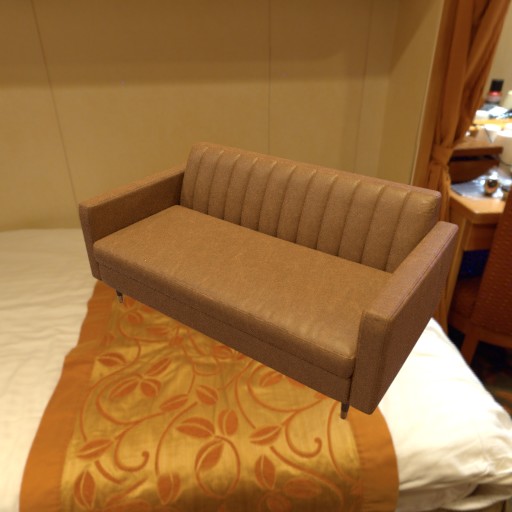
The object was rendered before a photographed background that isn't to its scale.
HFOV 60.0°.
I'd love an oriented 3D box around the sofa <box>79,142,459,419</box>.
[{"bbox_3d":[0.000,0.000,2.458,1.847,0.821,0.993,20,35,30],"label":"sofa"}]
